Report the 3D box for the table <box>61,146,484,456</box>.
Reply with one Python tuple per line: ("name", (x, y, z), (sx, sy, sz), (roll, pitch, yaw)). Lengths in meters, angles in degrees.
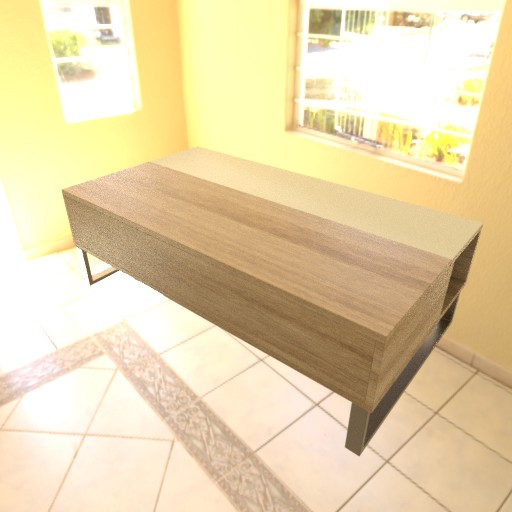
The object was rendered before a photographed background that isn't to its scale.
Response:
("table", (0.000, 0.000, 1.387), (1.100, 0.350, 0.600), (23, 37, 33))
